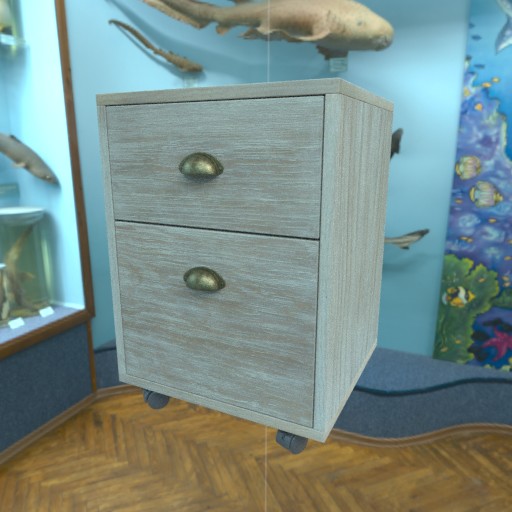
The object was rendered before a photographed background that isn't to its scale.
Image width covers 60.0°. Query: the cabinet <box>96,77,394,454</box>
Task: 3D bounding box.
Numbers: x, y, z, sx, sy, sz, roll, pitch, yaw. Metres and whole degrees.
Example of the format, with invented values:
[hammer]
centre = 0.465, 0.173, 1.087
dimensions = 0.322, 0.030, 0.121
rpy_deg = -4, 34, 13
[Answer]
[cabinet]
centre = 0.000, 0.000, 0.859
dimensions = 0.409, 0.579, 0.401
rpy_deg = 7, 16, 26
